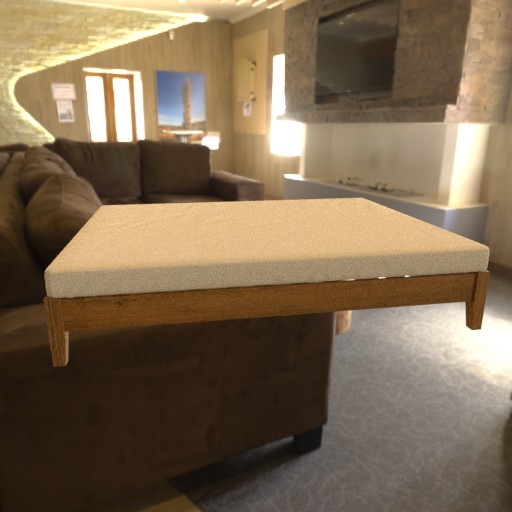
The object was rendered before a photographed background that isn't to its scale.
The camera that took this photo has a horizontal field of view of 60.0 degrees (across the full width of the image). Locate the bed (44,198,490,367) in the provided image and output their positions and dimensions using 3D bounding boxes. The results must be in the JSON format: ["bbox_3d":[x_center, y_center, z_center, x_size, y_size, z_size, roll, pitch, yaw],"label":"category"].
[{"bbox_3d":[0.000,0.000,2.701,2.016,0.431,1.536,-3,17,-10],"label":"bed"}]
